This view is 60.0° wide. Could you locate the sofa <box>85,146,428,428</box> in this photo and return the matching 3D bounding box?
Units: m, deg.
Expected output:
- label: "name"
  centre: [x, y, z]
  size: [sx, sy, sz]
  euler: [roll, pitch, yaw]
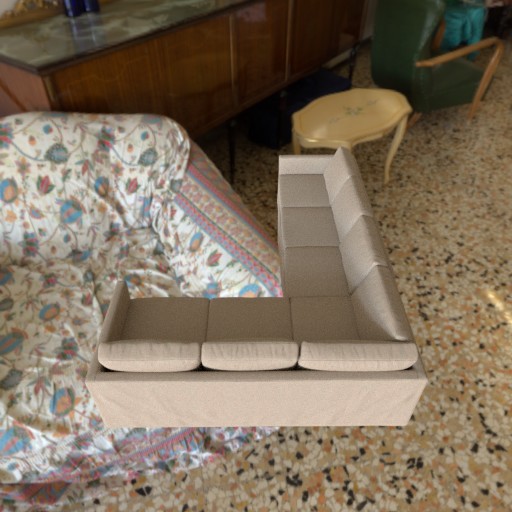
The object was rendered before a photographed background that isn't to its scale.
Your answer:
- label: "sofa"
  centre: [0.000, 0.000, 4.431]
  size: [2.432, 0.871, 3.182]
  euler: [0, 42, 0]
